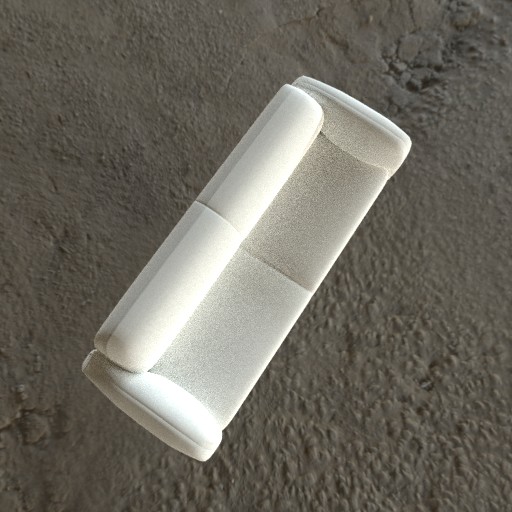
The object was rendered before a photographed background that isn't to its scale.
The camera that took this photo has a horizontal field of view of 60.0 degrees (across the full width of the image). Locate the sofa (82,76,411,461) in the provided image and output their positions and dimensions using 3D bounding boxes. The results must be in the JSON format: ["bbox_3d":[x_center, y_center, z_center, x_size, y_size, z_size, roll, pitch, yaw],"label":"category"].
[{"bbox_3d":[0.000,0.000,2.724,0.870,0.780,2.280,33,78,8],"label":"sofa"}]
